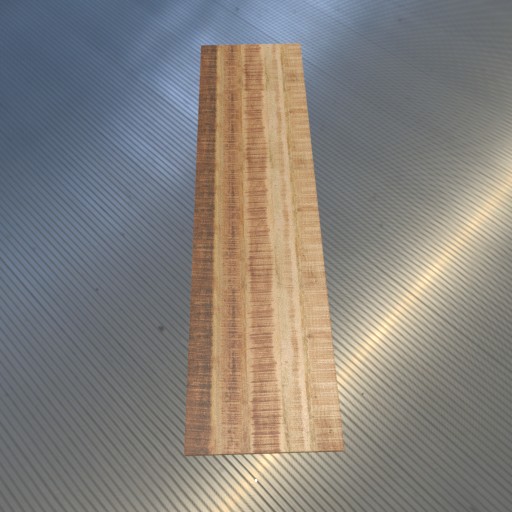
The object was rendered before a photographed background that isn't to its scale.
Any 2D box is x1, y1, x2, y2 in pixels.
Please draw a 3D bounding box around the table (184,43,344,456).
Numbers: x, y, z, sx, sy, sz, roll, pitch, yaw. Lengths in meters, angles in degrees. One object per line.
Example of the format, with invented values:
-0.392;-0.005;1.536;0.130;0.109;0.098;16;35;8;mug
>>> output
0.000;0.000;1.823;0.405;0.810;1.524;-1;63;-1;table
